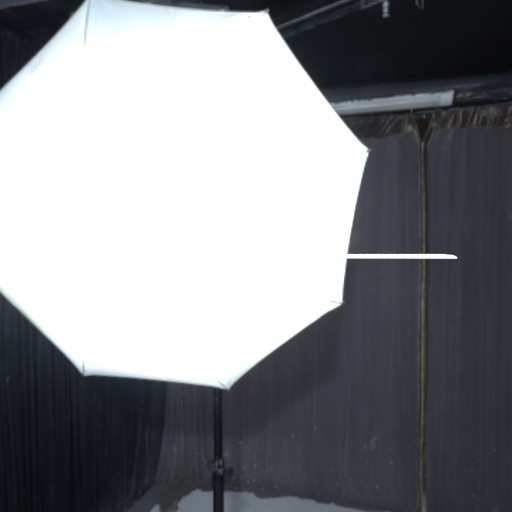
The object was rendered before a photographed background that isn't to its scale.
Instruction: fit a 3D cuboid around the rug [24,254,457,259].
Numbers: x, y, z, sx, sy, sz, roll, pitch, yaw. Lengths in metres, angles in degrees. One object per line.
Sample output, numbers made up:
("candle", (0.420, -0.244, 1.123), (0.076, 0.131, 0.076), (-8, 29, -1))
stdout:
("rug", (0.000, 0.000, 3.751), (2.901, 0.026, 2.043), (0, 0, 18))
